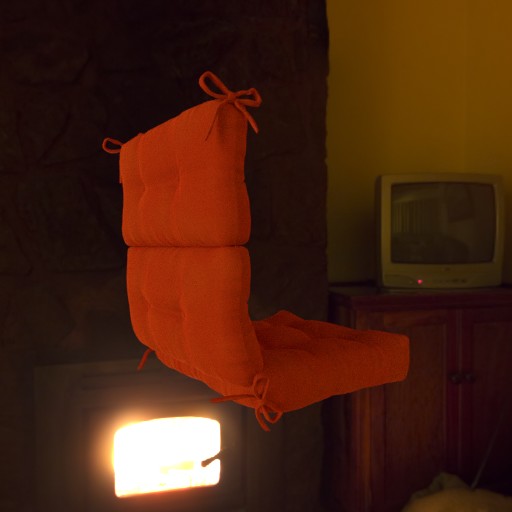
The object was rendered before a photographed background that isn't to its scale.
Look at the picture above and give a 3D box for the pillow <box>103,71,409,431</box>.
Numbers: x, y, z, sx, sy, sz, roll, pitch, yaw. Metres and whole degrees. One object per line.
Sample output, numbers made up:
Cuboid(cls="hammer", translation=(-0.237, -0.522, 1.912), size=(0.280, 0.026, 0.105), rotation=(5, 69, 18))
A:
Cuboid(cls="pillow", translation=(0.000, 0.000, 1.053), size=(0.571, 0.605, 0.519), rotation=(-1, 2, -37))
